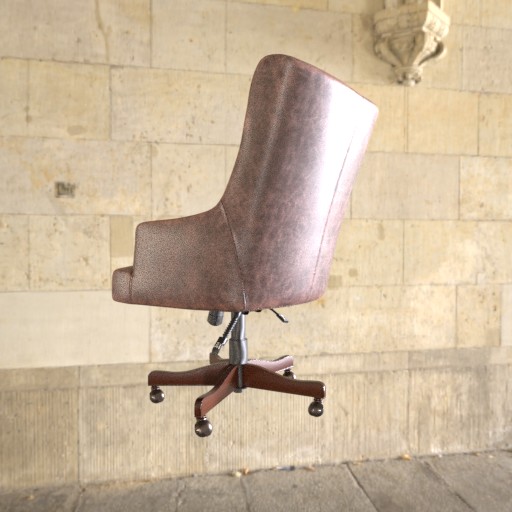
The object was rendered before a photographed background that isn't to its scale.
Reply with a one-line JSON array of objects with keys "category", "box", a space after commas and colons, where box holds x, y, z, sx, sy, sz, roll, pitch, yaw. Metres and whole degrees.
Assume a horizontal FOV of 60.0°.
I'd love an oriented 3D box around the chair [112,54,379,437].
[{"category": "chair", "box": [0.000, 0.000, 1.498, 0.762, 1.035, 0.641, 1, 2, 37]}]
